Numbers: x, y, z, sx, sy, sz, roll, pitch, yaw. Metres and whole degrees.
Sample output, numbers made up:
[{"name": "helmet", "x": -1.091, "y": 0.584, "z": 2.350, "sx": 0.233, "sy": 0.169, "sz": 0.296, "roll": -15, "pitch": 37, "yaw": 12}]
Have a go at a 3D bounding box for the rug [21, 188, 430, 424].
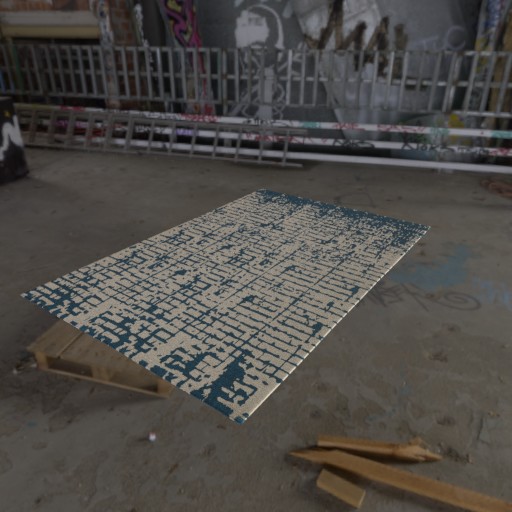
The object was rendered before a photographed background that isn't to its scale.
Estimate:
[{"name": "rug", "x": 0.000, "y": 0.000, "z": 2.278, "sx": 1.220, "sy": 0.007, "sz": 1.828, "roll": 18, "pitch": 32, "yaw": 32}]
